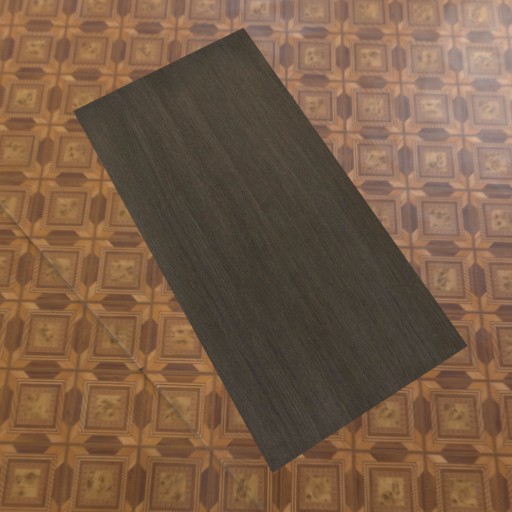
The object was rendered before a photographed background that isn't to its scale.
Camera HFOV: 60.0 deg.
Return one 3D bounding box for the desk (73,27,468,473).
[{"bbox_3d":[0.000,0.000,1.524,0.560,0.730,1.096,-30,77,-8],"label":"desk"}]
